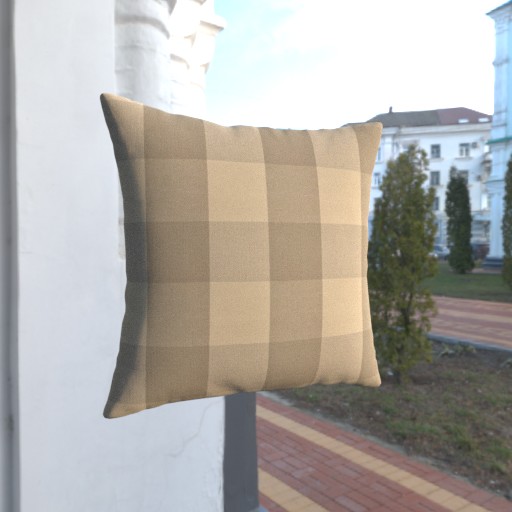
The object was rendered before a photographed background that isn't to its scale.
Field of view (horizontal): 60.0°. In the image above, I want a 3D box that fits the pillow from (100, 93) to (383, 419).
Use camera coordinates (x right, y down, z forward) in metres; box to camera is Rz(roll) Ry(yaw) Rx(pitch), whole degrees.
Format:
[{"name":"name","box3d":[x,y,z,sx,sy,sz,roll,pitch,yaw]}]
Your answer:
[{"name":"pillow","box3d":[0.000,0.000,0.773,0.511,0.509,0.161,0,1,-19]}]
